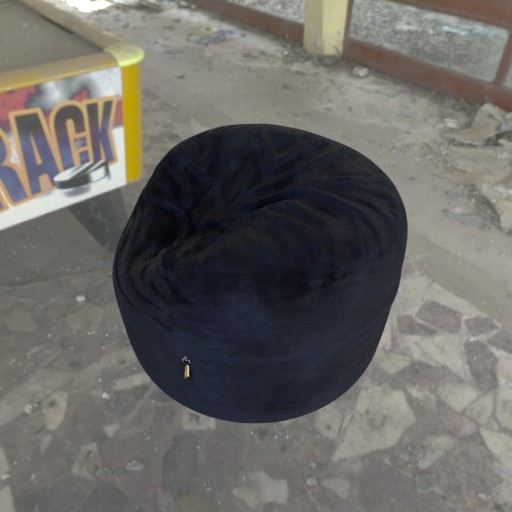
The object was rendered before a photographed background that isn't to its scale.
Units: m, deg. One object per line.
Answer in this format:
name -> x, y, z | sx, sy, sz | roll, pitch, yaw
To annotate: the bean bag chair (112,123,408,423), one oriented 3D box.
bean bag chair -> 0.000, 0.000, 1.461 | 0.918, 0.616, 0.918 | 0, 40, 0
